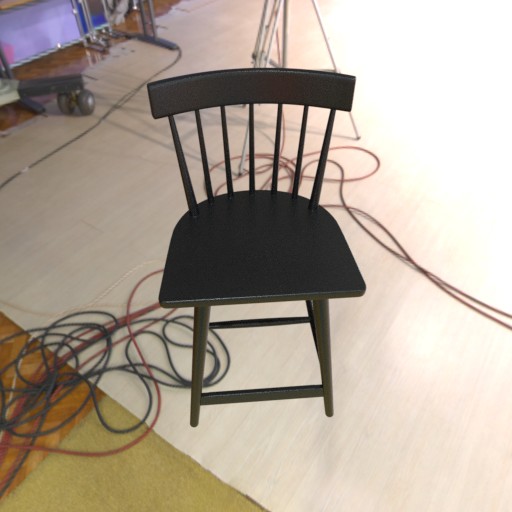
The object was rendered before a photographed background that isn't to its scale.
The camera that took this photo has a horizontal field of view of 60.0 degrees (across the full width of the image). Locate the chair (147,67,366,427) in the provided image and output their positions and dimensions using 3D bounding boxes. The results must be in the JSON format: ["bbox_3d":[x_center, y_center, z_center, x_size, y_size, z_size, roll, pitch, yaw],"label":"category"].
[{"bbox_3d":[0.000,0.000,1.272,0.483,0.952,0.572,-3,46,-3],"label":"chair"}]
